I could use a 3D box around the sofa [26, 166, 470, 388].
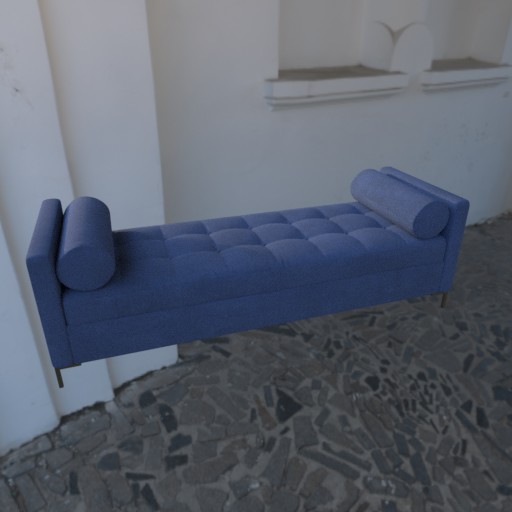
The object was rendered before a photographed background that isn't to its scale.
[{"bbox_3d":[0.000,0.000,2.289,1.981,0.635,0.686,-8,28,-16],"label":"sofa"}]
